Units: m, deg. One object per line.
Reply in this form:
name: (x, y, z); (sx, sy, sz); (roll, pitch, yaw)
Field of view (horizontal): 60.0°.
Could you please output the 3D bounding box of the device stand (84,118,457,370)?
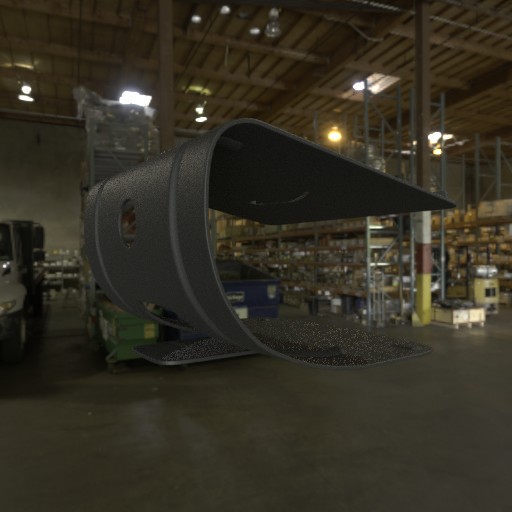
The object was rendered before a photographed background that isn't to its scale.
device stand: (0.000, 0.000, 0.397); (0.236, 0.155, 0.256); (0, 0, -36)
